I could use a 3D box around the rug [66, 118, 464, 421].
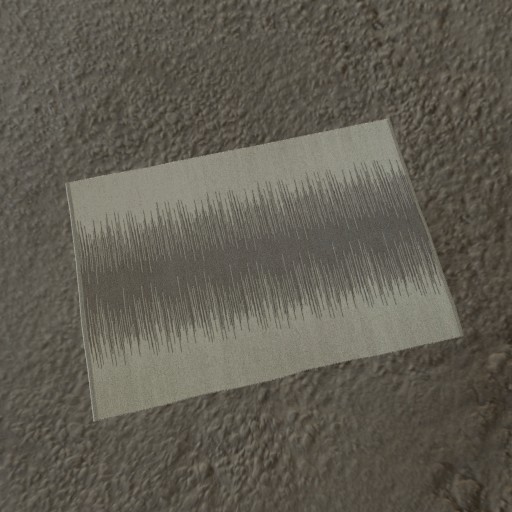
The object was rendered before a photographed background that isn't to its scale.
[{"bbox_3d":[0.000,0.000,2.259,1.815,0.007,1.226,-12,75,-3],"label":"rug"}]
